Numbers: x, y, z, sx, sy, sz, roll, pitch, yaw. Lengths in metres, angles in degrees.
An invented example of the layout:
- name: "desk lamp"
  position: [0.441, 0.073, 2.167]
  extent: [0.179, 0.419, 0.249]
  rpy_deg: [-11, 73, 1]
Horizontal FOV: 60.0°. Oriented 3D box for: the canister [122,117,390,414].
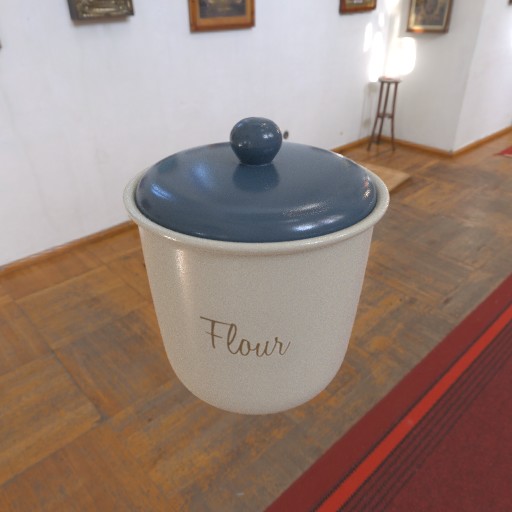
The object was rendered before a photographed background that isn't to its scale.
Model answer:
- name: "canister"
  position: [0.000, 0.000, 0.341]
  extent: [0.182, 0.208, 0.182]
  rpy_deg: [0, 30, 0]
